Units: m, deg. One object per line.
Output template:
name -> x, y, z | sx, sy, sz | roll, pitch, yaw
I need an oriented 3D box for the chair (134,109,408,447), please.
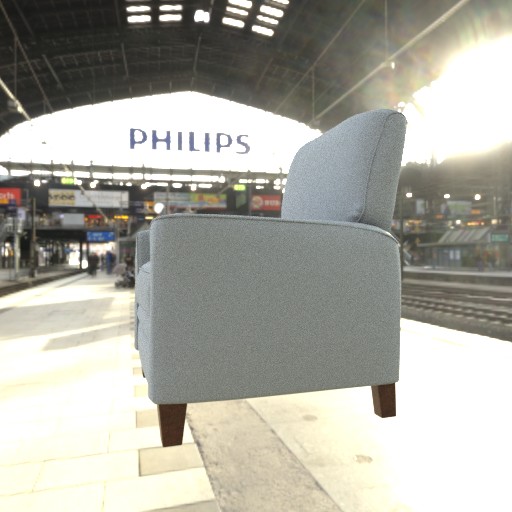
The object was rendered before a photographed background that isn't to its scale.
chair -> 0.000, 0.000, 1.638 | 0.846, 1.007, 0.853 | 0, 0, -18
